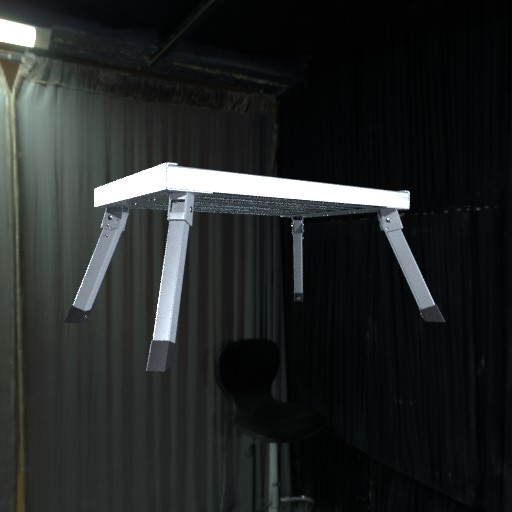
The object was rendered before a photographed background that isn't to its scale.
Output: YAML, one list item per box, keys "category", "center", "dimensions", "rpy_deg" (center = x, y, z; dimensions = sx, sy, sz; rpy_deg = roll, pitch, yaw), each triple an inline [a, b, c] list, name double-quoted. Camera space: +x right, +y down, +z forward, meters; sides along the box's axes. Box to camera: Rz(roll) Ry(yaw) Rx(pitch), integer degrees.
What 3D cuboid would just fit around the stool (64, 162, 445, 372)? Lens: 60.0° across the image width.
- category: "stool"
  center: [0.000, 0.000, 0.753]
  dimensions: [0.535, 0.225, 0.385]
  rpy_deg: [-1, 2, -36]
